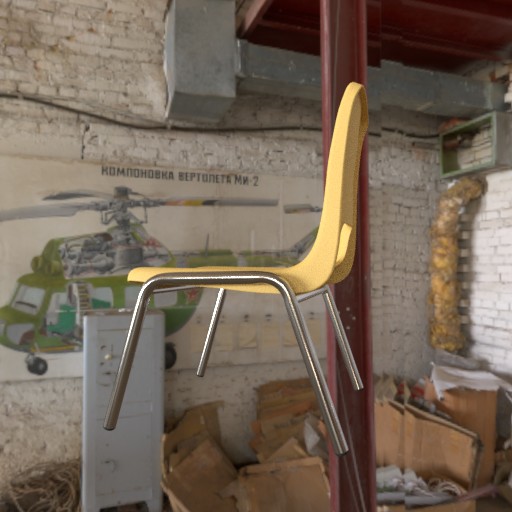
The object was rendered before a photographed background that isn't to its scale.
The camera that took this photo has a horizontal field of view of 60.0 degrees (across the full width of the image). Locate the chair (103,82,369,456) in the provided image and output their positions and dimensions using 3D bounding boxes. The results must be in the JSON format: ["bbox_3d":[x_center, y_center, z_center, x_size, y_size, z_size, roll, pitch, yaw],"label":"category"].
[{"bbox_3d":[0.000,0.000,0.789,0.385,0.536,0.354,0,-1,17],"label":"chair"}]
